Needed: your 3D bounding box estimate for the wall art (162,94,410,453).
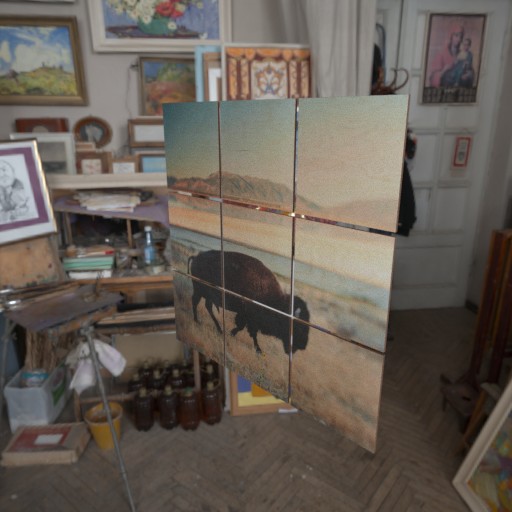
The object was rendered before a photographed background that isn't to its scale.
[{"bbox_3d":[0.000,0.000,2.304,0.019,1.532,1.533,-17,24,-42],"label":"wall art"}]
